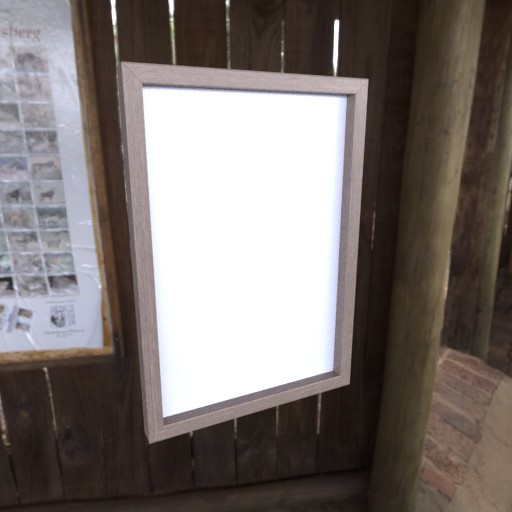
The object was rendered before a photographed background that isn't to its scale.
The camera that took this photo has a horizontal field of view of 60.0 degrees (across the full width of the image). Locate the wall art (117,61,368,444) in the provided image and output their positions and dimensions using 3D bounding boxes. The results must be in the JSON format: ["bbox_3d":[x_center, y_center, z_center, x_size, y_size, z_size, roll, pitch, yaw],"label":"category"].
[{"bbox_3d":[0.000,0.000,0.662,0.358,0.510,0.032,-7,17,-25],"label":"wall art"}]
